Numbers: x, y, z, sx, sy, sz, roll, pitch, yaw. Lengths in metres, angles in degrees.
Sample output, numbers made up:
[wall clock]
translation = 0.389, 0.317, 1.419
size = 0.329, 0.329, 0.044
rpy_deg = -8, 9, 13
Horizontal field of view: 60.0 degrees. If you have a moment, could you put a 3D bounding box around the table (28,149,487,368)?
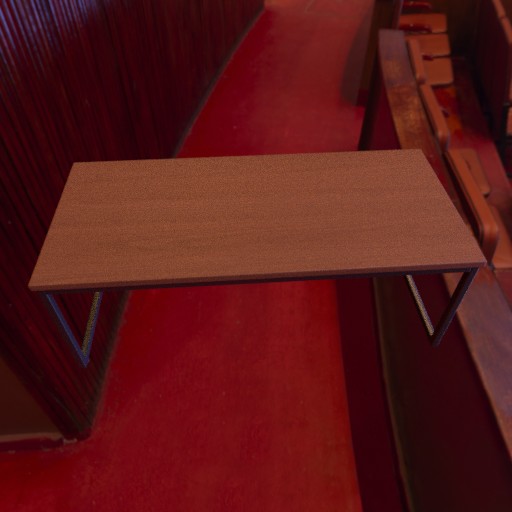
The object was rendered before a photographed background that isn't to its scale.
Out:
[table]
translation = 0.000, 0.000, 1.374
size = 1.100, 0.400, 0.500
rpy_deg = -3, 46, -3
